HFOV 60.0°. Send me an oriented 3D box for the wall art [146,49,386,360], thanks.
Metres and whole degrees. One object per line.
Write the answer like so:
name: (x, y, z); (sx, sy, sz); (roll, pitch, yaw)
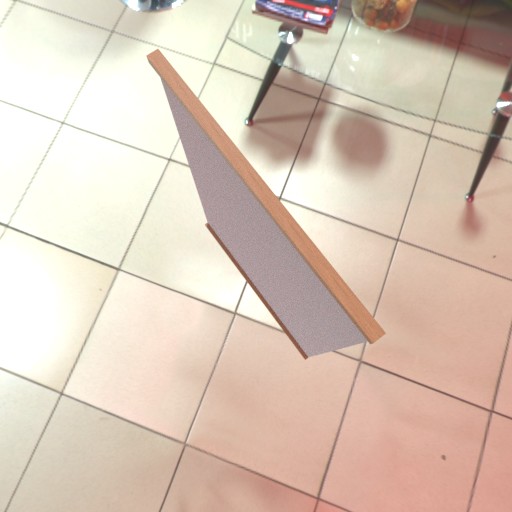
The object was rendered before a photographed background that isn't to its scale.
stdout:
wall art: (0.000, 0.000, 1.884); (0.040, 1.510, 0.991); (-35, 78, -9)
